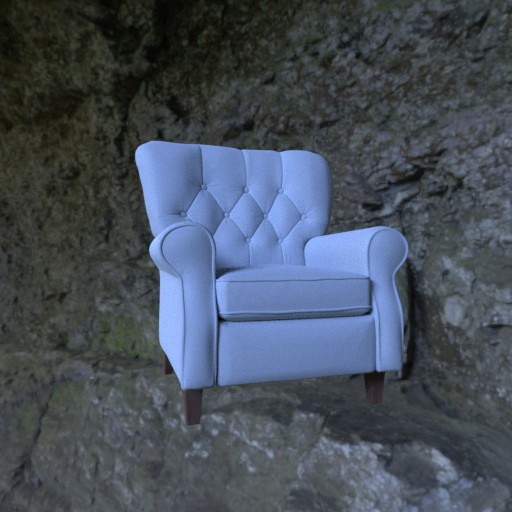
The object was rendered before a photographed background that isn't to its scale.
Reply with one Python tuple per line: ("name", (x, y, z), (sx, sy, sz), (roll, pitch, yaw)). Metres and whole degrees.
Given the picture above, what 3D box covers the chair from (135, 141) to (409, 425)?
("chair", (0.000, 0.000, 2.124), (1.090, 1.217, 1.128), (0, 0, -18))
